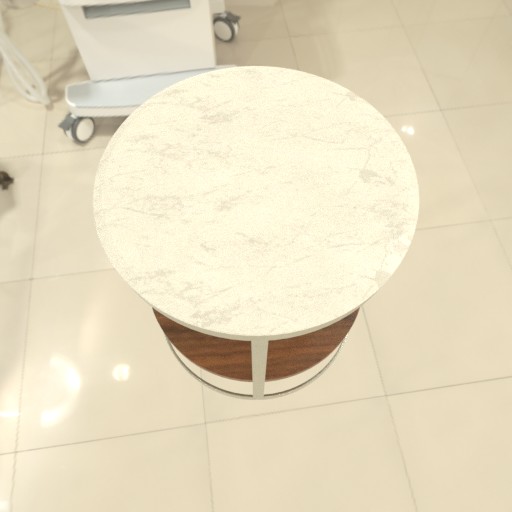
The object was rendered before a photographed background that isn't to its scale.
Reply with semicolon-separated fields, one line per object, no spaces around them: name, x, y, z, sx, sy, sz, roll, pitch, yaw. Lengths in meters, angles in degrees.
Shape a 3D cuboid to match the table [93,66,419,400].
table;0.000;0.000;0.754;0.407;0.447;0.407;0;63;0
